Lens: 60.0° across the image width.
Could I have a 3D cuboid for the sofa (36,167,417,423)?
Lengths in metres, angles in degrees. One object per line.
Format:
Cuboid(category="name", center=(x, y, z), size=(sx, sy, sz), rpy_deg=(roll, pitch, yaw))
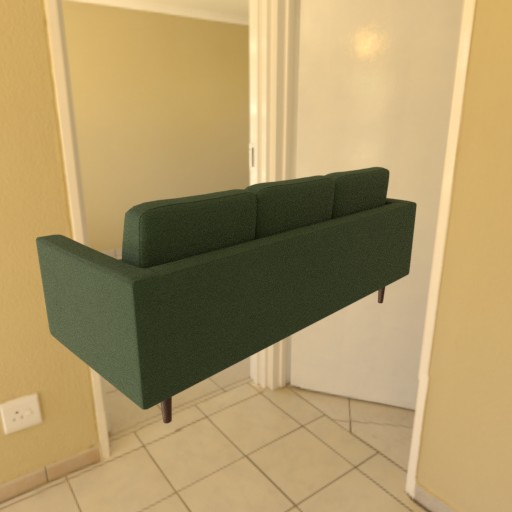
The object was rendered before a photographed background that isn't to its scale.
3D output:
Cuboid(category="sofa", center=(0.000, 0.000, 2.480), size=(0.879, 0.899, 2.029), rpy_deg=(16, 24, 42))
